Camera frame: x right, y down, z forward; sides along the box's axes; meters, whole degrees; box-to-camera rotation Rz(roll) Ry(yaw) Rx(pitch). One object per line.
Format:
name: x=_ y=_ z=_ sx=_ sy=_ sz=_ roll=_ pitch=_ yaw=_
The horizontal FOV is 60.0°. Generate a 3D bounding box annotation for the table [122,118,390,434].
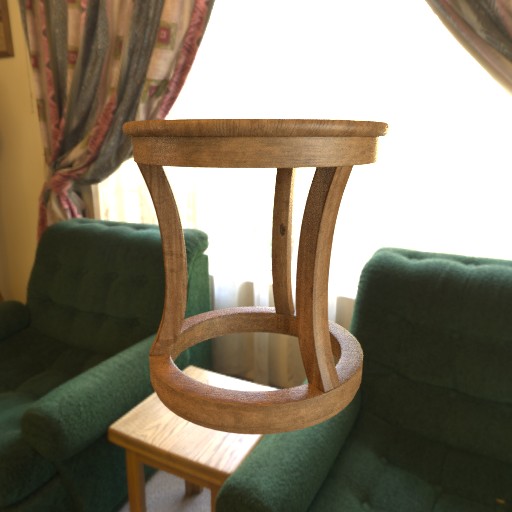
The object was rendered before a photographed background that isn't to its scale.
table: x=0.000 y=0.000 z=0.803 sx=0.432 sy=0.460 sz=0.432 roll=0 pitch=15 yaw=0
